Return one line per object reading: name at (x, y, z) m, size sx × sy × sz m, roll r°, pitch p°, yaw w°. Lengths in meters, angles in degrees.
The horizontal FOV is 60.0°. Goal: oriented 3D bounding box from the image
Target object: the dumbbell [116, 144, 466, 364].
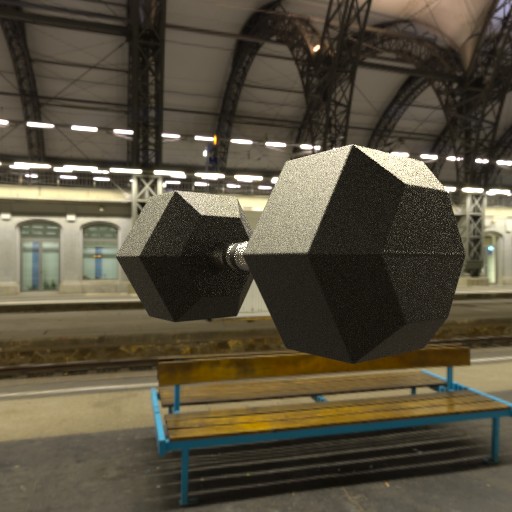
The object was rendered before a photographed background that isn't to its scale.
dumbbell at (0.000, 0.000, 0.322) m, size 0.122 × 0.106 × 0.271 m, roll 0°, pitch -1°, yaw -38°
